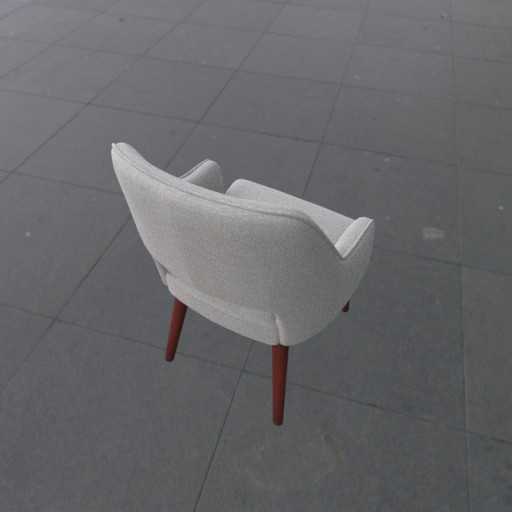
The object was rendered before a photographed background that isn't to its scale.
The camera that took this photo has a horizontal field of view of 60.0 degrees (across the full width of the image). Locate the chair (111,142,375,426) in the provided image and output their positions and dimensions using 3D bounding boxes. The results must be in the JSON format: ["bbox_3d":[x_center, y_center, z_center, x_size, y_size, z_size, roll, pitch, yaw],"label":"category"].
[{"bbox_3d":[0.000,0.000,1.235,0.560,0.840,0.580,24,51,21],"label":"chair"}]
